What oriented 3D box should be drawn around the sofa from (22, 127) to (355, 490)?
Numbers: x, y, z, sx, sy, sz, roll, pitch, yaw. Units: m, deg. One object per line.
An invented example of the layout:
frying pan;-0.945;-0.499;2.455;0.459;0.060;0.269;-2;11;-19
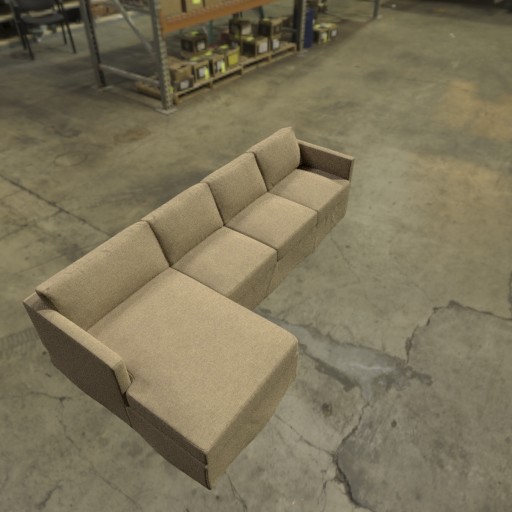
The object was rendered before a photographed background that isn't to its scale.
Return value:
sofa;0.000;0.000;3.767;1.638;0.920;3.198;25;46;26
